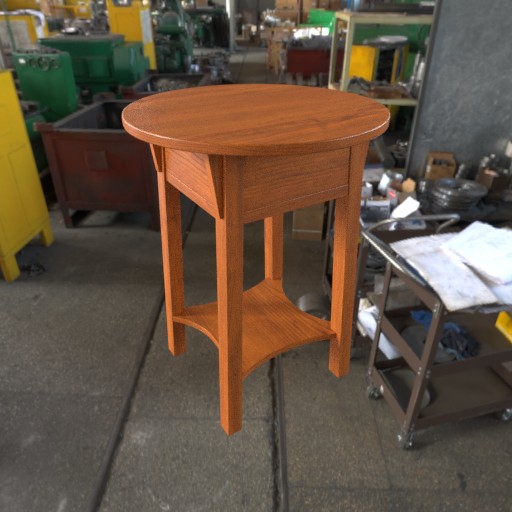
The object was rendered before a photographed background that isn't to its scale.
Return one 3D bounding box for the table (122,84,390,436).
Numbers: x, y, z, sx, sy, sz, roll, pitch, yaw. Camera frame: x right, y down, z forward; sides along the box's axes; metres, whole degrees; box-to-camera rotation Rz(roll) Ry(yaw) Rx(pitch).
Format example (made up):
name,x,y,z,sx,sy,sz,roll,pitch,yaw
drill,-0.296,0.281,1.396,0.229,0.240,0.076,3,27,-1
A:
name,x,y,z,sx,sy,sz,roll,pitch,yaw
table,0.000,0.000,0.933,0.457,0.610,0.457,0,31,0
